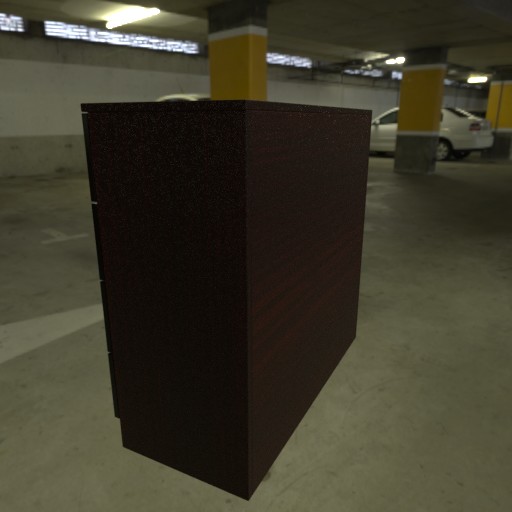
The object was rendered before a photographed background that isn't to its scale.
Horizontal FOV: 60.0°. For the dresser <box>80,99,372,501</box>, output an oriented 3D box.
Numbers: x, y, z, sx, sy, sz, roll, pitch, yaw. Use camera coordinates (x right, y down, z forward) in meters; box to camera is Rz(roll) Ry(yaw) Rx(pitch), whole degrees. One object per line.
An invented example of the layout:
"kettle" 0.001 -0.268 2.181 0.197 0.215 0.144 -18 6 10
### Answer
"dresser" 0.000 0.000 1.133 0.360 0.720 0.750 9 19 26
